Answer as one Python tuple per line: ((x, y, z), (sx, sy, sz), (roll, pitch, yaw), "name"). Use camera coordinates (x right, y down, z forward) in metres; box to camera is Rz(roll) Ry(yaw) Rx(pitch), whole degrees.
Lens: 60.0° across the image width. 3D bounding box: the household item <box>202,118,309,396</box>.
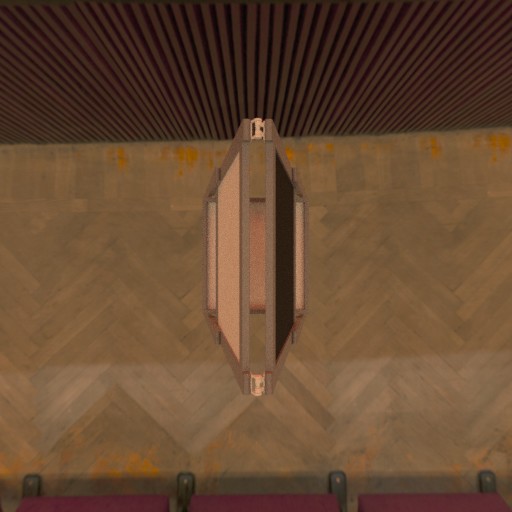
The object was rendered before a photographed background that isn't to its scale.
((0.000, 0.000, 1.427), (0.469, 1.172, 0.531), (0, 90, 0), "household item")
